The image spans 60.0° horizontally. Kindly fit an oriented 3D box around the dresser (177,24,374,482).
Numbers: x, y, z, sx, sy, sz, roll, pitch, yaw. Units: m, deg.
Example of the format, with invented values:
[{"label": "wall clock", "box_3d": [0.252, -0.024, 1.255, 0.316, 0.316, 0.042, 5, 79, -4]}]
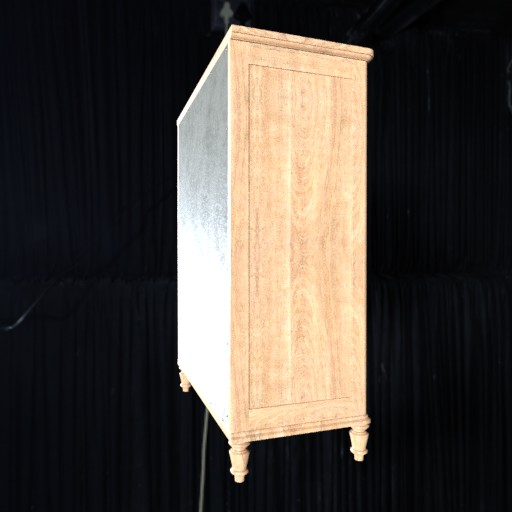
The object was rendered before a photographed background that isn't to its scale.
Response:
[{"label": "dresser", "box_3d": [0.000, 0.000, 1.796, 0.484, 1.318, 0.973, 0, 1, -19]}]
